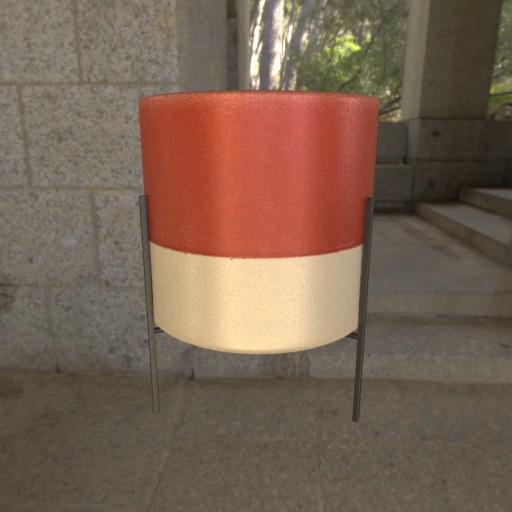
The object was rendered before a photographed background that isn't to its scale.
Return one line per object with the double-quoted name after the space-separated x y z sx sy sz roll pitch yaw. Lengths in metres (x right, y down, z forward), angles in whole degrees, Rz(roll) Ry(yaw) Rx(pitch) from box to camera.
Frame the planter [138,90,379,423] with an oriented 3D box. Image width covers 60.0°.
0.000 0.000 0.705 0.354 0.465 0.345 -7 17 -25 "planter"
